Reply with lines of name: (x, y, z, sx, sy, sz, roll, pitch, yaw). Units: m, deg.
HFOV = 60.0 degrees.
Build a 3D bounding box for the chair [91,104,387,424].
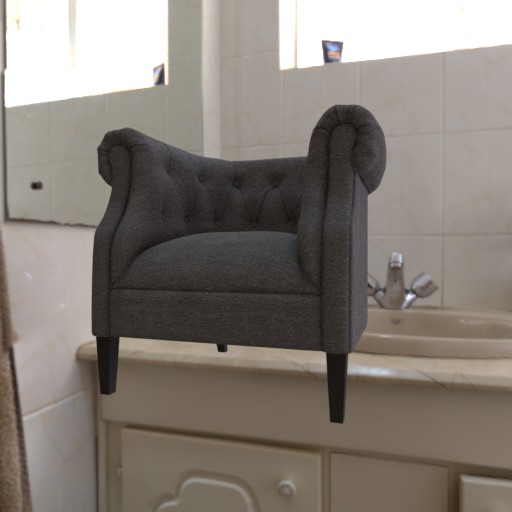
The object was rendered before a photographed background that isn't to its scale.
chair: (0.000, 0.000, 1.578, 0.905, 0.827, 0.852, 0, 0, 19)
